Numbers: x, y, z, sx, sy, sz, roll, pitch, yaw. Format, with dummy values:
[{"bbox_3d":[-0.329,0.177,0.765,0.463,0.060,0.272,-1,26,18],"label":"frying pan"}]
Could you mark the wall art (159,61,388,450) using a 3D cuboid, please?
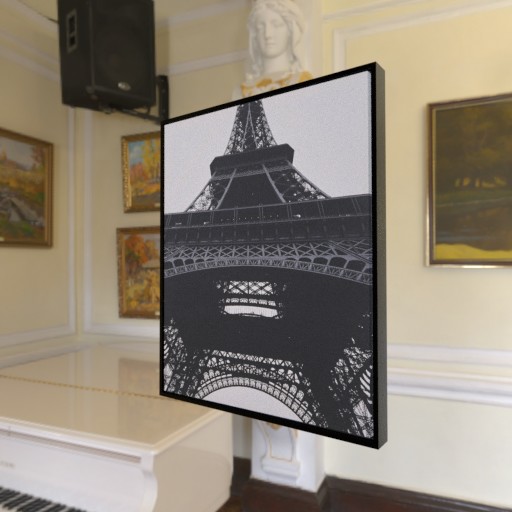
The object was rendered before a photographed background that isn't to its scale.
[{"bbox_3d":[0.000,0.000,0.777,0.451,0.553,0.039,-1,-2,36],"label":"wall art"}]
